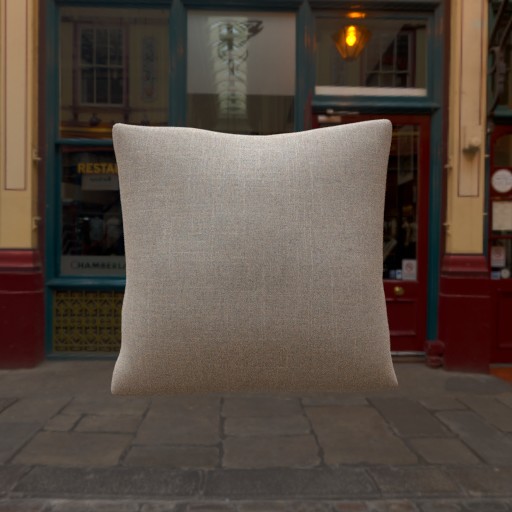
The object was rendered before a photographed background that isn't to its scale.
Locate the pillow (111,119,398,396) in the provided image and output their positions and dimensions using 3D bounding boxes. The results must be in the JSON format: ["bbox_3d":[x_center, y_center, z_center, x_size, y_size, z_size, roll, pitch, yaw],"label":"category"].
[{"bbox_3d":[0.000,0.000,0.896,0.578,0.558,0.192,0,0,-2],"label":"pillow"}]
